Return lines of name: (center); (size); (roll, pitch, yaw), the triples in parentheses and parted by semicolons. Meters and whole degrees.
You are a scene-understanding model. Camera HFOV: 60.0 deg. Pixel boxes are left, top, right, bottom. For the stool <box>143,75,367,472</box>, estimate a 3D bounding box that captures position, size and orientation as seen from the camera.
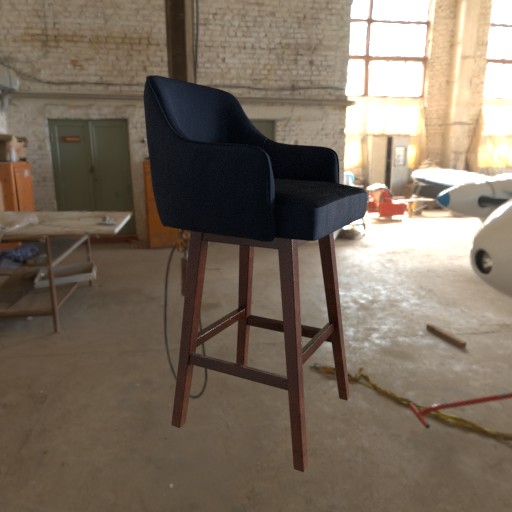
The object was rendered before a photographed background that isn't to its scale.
stool: (0.000, 0.000, 1.354); (0.560, 1.041, 0.550); (7, 15, 27)
